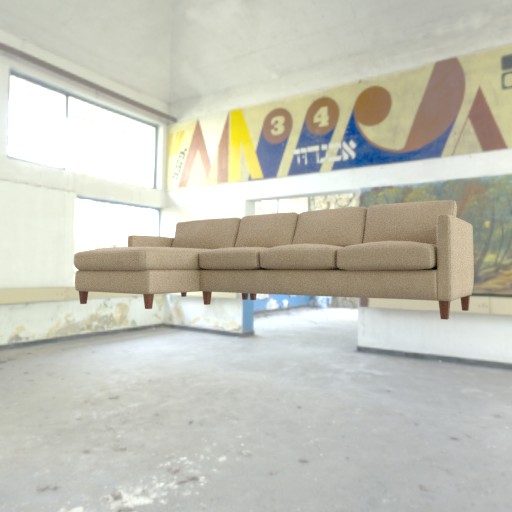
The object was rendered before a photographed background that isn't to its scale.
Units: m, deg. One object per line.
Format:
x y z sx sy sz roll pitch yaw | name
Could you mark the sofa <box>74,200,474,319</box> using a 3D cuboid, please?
0.000 0.000 3.821 3.201 0.876 1.502 -1 -2 35 | sofa
